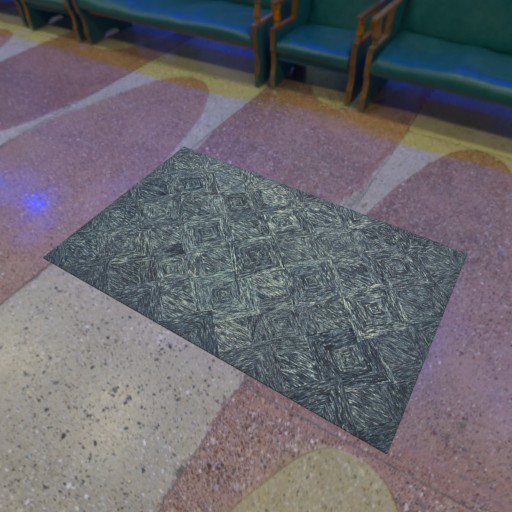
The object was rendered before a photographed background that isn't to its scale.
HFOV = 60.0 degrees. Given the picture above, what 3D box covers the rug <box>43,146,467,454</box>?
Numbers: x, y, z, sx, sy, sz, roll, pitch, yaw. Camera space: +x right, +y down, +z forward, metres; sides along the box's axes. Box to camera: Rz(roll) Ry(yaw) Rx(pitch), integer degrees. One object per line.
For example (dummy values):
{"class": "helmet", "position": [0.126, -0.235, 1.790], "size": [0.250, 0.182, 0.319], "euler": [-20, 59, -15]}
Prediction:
{"class": "rug", "position": [0.000, 0.000, 2.878], "size": [2.330, 0.017, 1.478], "euler": [24, 52, 21]}
